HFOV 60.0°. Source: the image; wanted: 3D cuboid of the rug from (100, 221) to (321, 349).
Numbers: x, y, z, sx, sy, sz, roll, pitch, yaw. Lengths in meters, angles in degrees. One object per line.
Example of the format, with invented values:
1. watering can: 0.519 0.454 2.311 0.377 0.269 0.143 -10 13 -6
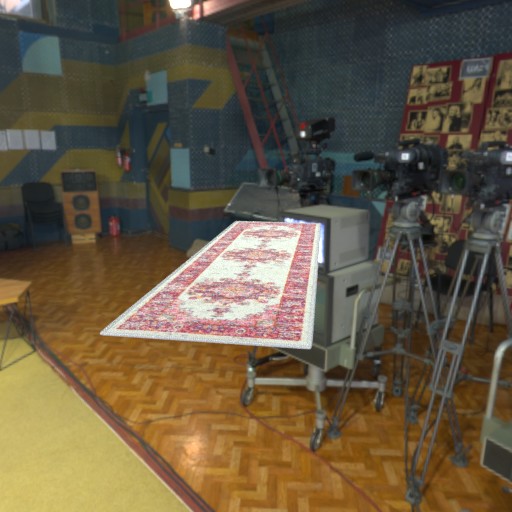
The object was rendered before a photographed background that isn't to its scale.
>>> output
1. rug: 0.000 0.000 2.005 0.562 0.009 1.824 2 14 9
